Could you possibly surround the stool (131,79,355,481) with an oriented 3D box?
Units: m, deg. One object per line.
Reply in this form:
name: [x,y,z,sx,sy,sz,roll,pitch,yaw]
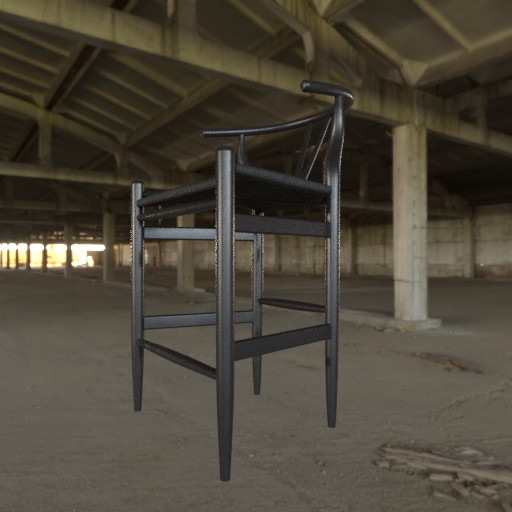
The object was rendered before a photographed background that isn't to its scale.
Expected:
stool: [0.000,0.000,1.332,0.579,0.970,0.569,0,0,-35]
